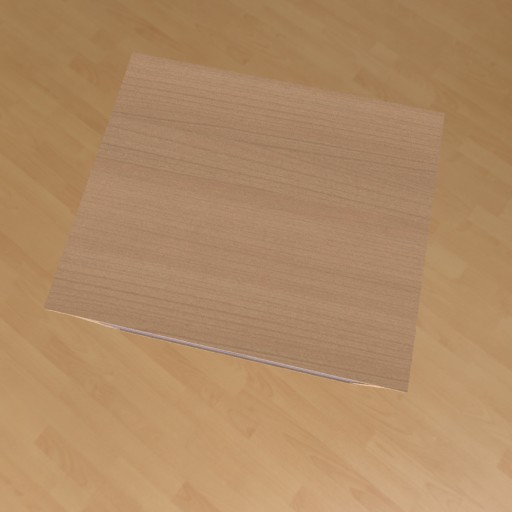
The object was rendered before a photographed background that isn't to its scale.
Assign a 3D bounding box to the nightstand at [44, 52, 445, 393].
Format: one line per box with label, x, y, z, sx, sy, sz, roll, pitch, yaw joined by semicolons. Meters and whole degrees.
nightstand;0.000;0.000;0.836;0.450;0.530;0.380;12;76;3
